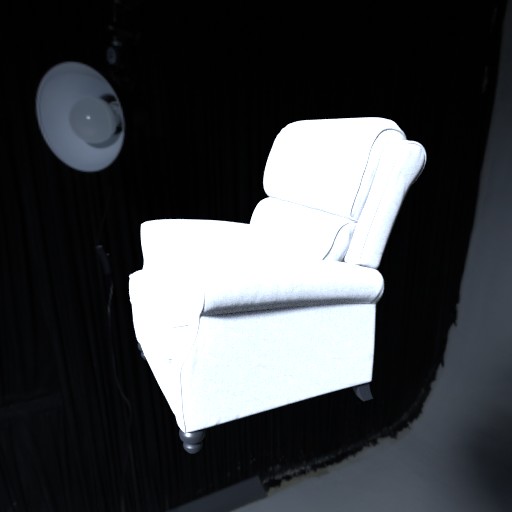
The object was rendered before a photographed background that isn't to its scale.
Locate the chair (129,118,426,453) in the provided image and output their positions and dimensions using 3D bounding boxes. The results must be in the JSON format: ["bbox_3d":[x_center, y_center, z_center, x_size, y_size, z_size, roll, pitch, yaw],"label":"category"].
[{"bbox_3d":[0.000,0.000,1.760,0.919,1.046,0.859,-7,17,-24],"label":"chair"}]
